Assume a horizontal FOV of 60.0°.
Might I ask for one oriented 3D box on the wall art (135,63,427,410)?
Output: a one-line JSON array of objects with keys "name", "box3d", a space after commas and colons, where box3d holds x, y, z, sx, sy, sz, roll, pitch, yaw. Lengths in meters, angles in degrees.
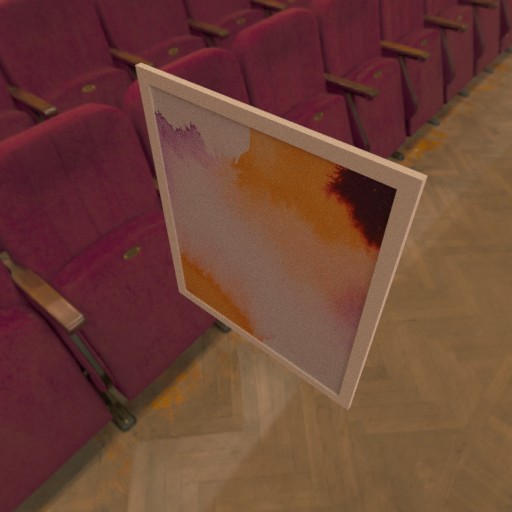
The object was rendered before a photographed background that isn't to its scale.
[{"name": "wall art", "box3d": [0.000, 0.000, 0.793, 0.482, 0.557, 0.012, 30, 53, 26]}]
